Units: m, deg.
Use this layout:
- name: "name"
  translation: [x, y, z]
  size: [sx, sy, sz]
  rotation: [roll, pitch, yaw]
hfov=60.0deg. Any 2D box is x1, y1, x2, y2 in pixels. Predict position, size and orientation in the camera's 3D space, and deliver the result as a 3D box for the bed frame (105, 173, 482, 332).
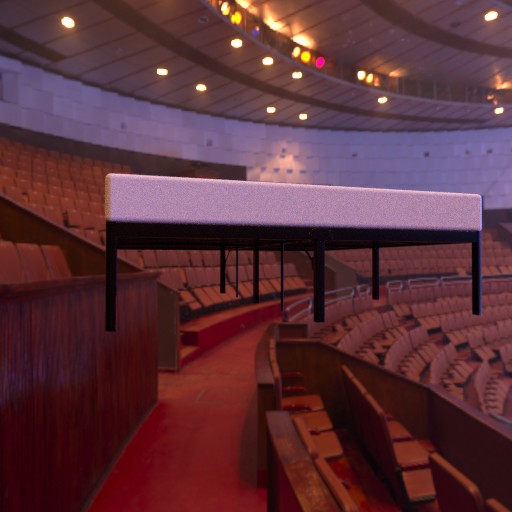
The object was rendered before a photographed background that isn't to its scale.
- name: "bed frame"
  translation: [0.000, 0.000, 3.097]
  size: [1.963, 0.659, 2.079]
  rotation: [0, -1, -17]
